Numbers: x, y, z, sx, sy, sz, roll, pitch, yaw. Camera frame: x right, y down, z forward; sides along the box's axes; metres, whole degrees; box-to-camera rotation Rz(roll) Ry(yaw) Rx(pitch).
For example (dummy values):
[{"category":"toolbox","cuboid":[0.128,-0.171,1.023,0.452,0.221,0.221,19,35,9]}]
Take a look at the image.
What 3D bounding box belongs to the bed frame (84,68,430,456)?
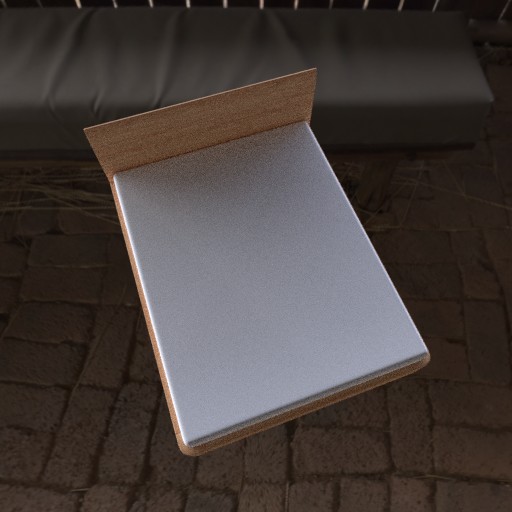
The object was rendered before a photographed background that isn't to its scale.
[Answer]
[{"category":"bed frame","cuboid":[0.000,0.000,3.034,1.660,0.940,2.092,-18,66,-8]}]
